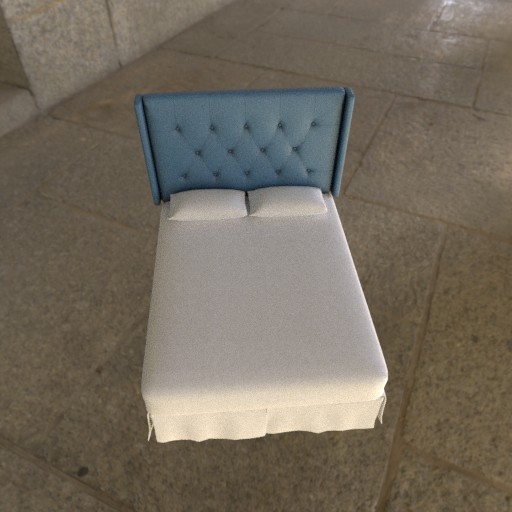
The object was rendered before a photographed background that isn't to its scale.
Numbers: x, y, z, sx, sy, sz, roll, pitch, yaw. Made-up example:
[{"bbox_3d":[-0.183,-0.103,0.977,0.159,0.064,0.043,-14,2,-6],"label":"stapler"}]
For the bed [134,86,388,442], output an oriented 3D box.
[{"bbox_3d":[0.000,0.000,3.338,1.719,1.665,2.078,-3,45,-3],"label":"bed"}]
